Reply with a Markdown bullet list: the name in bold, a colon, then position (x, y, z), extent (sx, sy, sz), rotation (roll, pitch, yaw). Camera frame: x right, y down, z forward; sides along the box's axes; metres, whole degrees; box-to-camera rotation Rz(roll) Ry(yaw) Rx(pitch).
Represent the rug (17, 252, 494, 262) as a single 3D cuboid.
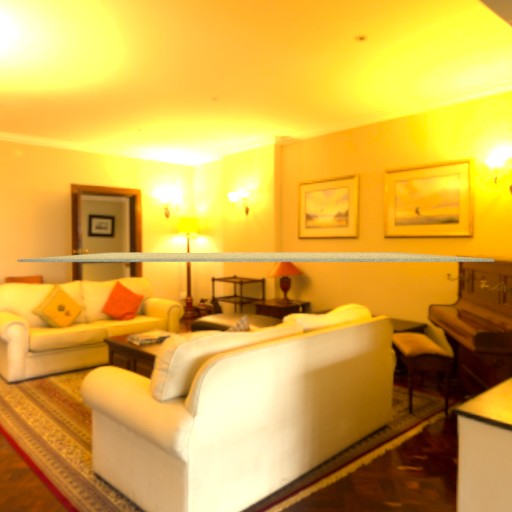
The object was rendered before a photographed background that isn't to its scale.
- **rug**: position (0.000, 0.000, 3.021), extent (2.438, 0.014, 1.524), rotation (0, 2, -1)
